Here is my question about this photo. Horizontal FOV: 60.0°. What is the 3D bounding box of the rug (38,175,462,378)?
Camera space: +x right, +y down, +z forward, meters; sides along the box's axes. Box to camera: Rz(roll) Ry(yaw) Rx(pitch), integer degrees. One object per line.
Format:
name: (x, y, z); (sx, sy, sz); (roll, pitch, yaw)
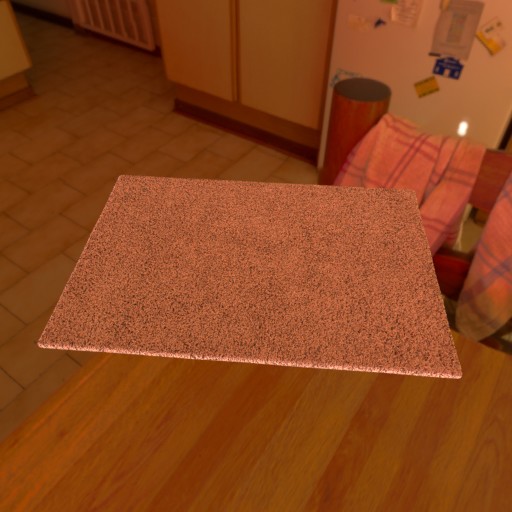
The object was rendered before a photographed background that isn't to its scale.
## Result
rug: (0.000, 0.000, 2.260); (1.778, 0.030, 1.219); (3, 46, 3)
